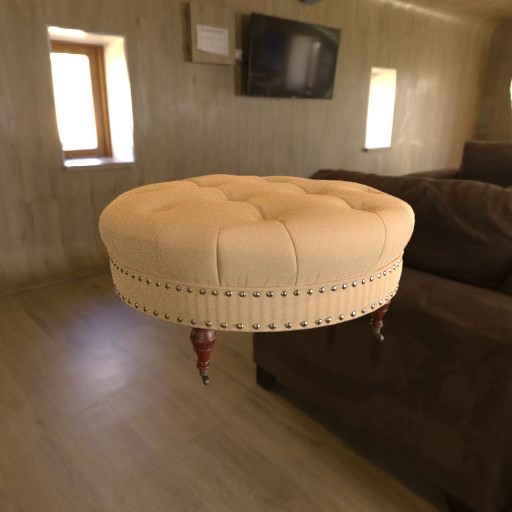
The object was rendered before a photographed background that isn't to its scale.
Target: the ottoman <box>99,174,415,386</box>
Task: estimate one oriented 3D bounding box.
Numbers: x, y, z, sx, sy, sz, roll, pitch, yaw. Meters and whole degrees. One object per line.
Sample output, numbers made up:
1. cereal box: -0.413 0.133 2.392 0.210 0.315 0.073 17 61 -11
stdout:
1. ottoman: 0.000 0.000 1.361 0.901 0.439 0.901 0 17 0
